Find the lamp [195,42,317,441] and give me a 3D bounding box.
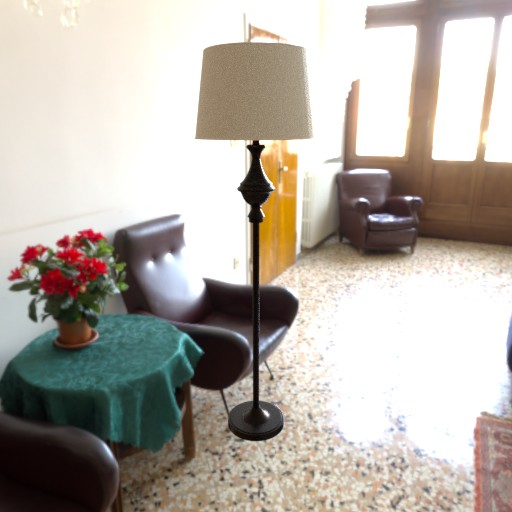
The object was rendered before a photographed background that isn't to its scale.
[{"bbox_3d":[0.000,0.000,1.689,0.431,1.484,0.431,0,16,0],"label":"lamp"}]
